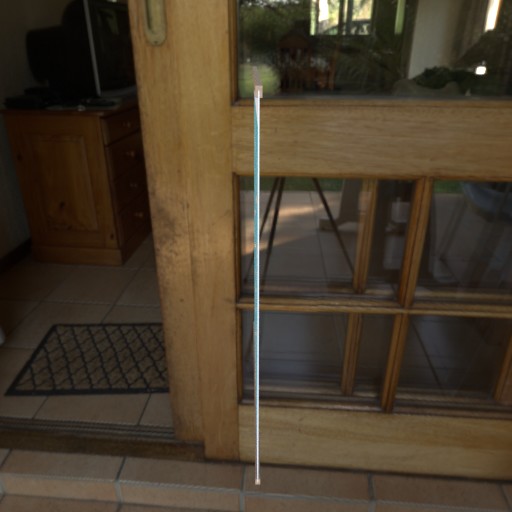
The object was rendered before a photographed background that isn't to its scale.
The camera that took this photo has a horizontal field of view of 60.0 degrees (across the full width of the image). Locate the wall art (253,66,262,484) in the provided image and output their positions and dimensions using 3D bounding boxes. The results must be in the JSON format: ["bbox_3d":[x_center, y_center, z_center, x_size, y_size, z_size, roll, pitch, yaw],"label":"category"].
[{"bbox_3d":[0.000,0.000,1.331,0.013,1.016,0.758,0,25,-1],"label":"wall art"}]
